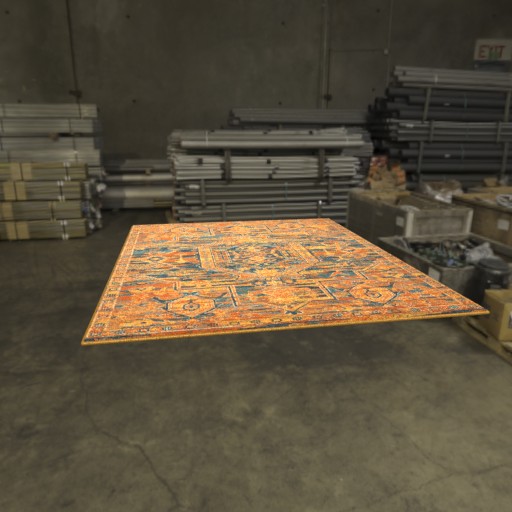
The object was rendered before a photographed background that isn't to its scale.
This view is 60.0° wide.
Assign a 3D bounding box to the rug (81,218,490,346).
[{"bbox_3d":[0.000,0.000,3.998,2.435,0.031,3.040,-3,16,-10],"label":"rug"}]
